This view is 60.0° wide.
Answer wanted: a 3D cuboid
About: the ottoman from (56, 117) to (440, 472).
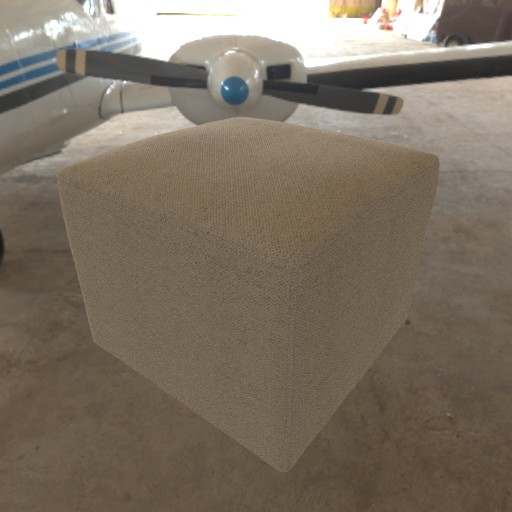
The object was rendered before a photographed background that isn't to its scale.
[{"bbox_3d":[0.000,0.000,0.898,0.521,0.453,0.512,22,37,32],"label":"ottoman"}]
